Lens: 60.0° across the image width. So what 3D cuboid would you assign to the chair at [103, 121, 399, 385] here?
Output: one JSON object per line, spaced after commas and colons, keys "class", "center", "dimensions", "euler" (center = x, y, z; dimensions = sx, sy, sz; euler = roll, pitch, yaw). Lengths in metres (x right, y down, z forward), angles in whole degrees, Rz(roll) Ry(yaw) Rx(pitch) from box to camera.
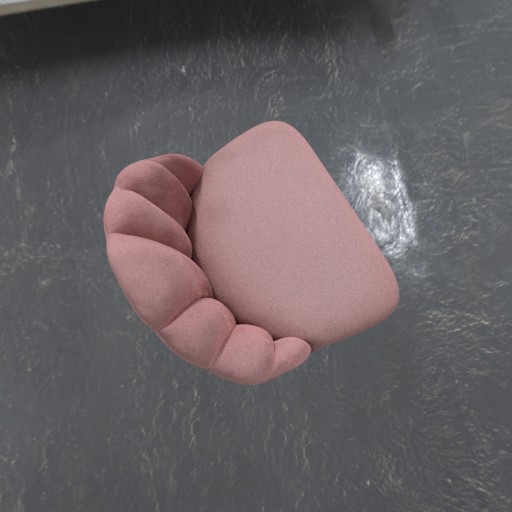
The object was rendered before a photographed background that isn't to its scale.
{"class": "chair", "center": [0.000, 0.000, 1.253], "dimensions": [0.599, 0.819, 0.657], "euler": [-30, 78, -7]}
